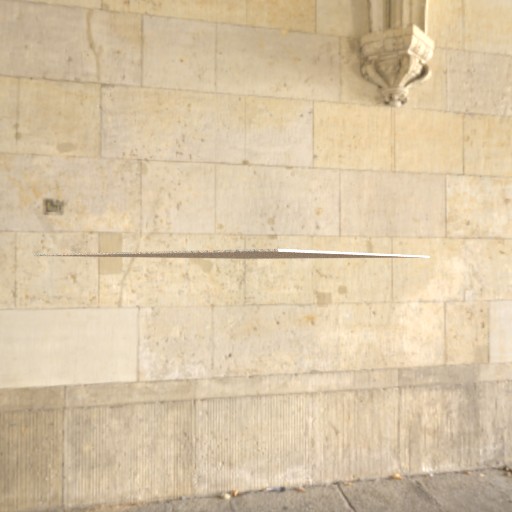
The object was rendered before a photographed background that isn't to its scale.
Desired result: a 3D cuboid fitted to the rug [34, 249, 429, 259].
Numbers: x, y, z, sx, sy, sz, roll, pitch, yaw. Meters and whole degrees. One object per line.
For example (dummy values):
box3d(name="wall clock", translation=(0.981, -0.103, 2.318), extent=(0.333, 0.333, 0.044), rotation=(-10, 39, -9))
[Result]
box3d(name="rug", translation=(0.000, 0.000, 4.276), extent=(2.457, 0.015, 3.049), rotation=(-1, -1, 35))
